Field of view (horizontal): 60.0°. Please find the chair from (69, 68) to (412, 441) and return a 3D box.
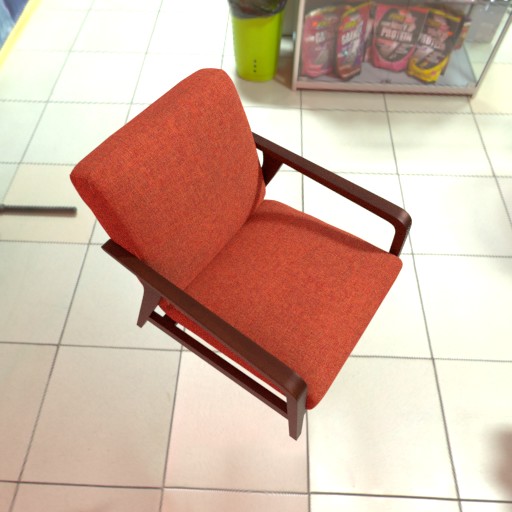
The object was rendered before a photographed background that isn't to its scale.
[{"bbox_3d":[0.000,0.000,1.516,0.860,0.890,0.719,31,62,18],"label":"chair"}]
